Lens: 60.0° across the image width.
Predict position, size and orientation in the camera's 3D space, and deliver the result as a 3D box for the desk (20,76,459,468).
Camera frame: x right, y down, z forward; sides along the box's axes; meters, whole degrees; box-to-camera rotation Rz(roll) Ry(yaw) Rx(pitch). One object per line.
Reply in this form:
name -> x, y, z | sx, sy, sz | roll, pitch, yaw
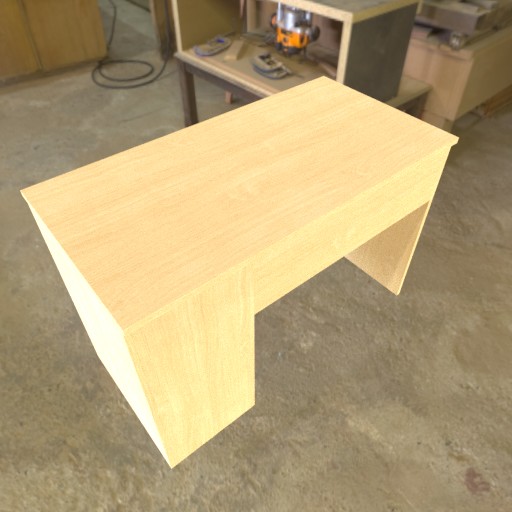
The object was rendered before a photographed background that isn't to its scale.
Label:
desk -> 0.000, 0.000, 1.483 | 1.097, 0.735, 0.560 | -30, 52, -27
